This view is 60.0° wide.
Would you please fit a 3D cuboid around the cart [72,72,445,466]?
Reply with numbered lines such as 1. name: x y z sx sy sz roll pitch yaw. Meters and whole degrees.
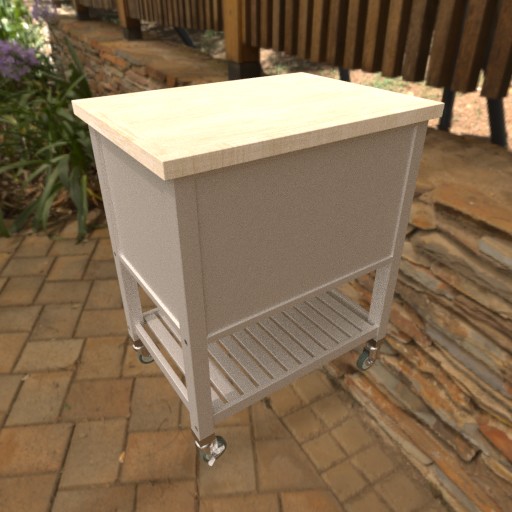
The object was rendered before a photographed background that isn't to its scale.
1. cart: 0.000 0.000 1.359 0.762 0.914 0.559 -20 37 -29
